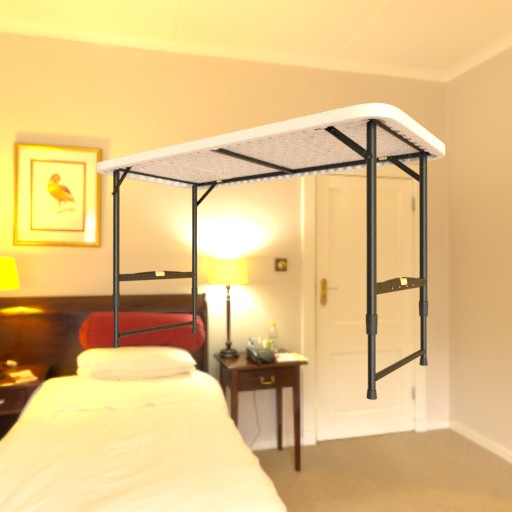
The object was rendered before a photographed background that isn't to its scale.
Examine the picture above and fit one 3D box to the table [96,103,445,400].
[{"bbox_3d":[0.000,0.000,1.644,1.219,0.737,0.610,0,0,37],"label":"table"}]
